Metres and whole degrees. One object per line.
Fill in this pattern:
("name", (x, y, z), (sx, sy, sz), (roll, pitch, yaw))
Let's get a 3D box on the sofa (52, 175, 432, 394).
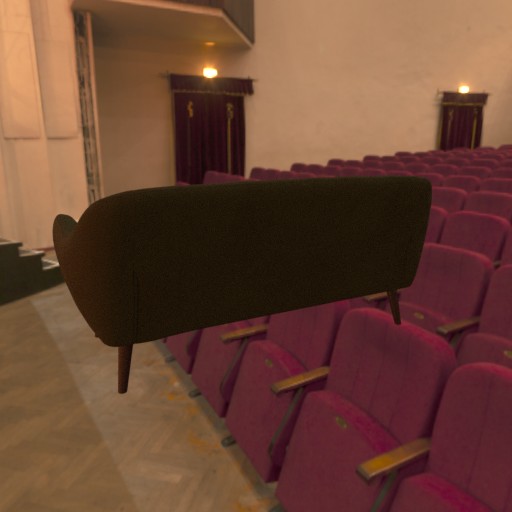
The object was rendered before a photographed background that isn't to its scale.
("sofa", (0.000, 0.000, 2.260), (1.840, 0.836, 0.820), (-7, 16, -26))
